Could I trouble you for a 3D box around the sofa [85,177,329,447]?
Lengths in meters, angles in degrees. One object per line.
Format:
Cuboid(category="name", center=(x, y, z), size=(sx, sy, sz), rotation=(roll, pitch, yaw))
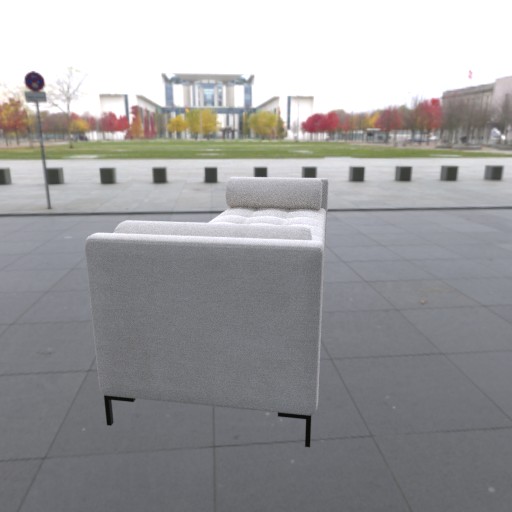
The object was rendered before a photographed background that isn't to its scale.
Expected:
Cuboid(category="sofa", center=(0.000, 0.000, 2.230), size=(0.686, 0.635, 1.981), rotation=(2, 15, 9))
